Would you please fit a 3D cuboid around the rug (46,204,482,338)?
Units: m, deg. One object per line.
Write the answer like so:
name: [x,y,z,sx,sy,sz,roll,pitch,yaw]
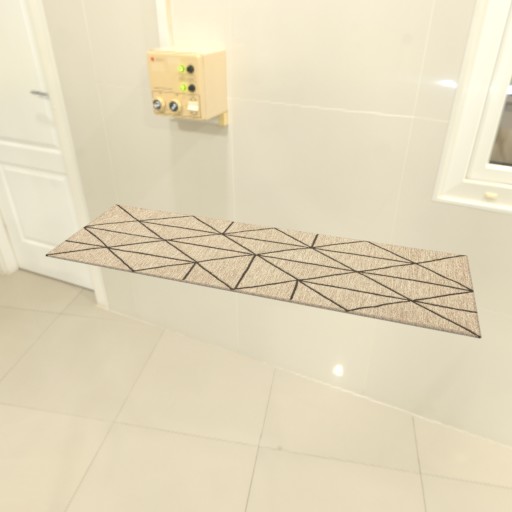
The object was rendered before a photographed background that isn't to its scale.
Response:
rug: [0.000,0.000,2.680,2.438,0.012,0.762,9,33,15]
